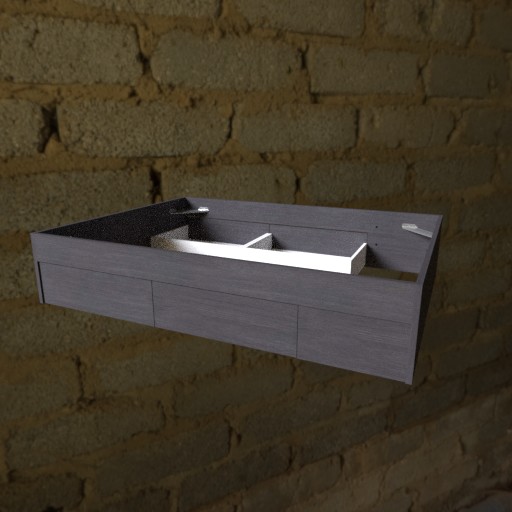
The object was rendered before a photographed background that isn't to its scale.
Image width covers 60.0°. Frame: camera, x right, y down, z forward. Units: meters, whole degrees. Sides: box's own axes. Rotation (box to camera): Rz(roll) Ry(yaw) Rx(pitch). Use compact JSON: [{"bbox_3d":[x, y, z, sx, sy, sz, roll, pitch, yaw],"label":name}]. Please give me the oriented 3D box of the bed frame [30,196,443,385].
[{"bbox_3d":[0.000,0.000,2.622,1.944,0.459,1.448,7,17,24],"label":"bed frame"}]
